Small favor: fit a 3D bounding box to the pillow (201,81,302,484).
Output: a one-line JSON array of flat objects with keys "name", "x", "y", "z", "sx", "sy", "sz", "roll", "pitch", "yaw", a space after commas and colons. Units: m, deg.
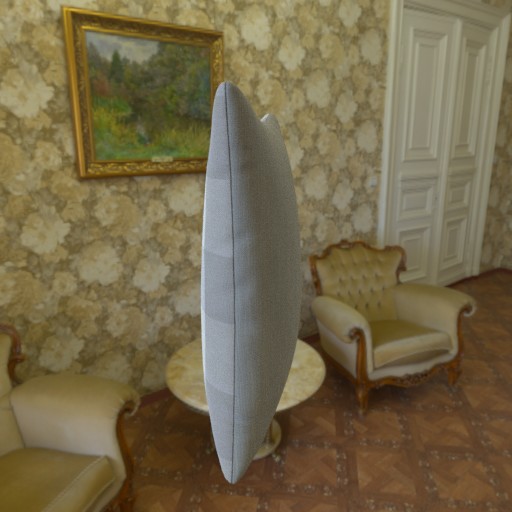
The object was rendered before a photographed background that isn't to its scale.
[{"name": "pillow", "x": 0.000, "y": 0.000, "z": 0.775, "sx": 0.161, "sy": 0.509, "sz": 0.511, "roll": 2, "pitch": 14, "yaw": 7}]
